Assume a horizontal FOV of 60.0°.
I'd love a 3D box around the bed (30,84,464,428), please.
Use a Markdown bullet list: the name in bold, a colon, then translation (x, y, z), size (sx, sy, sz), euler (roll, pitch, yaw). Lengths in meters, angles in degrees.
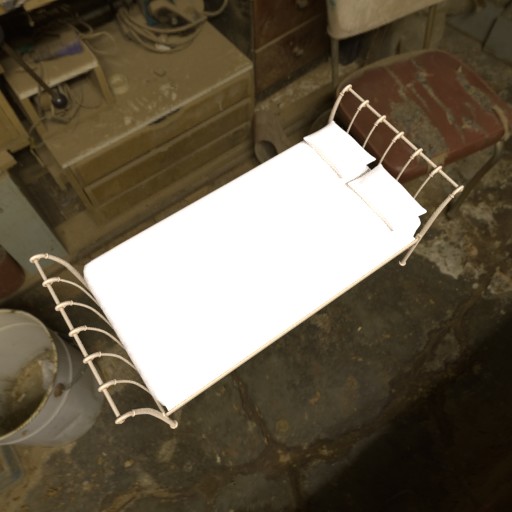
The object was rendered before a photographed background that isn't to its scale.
- **bed**: translation (0.000, 0.000, 2.817), size (2.228, 0.873, 1.032), euler (-32, 68, -15)
